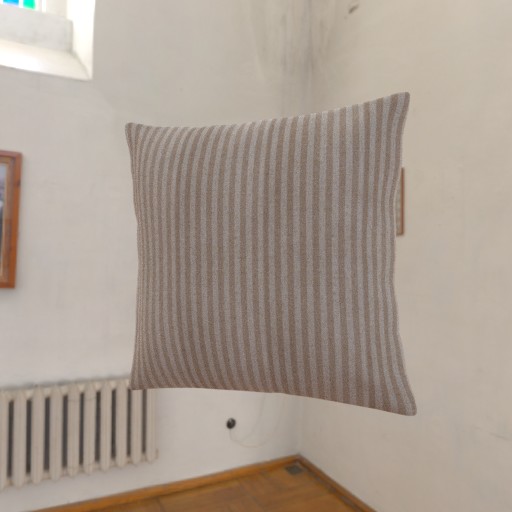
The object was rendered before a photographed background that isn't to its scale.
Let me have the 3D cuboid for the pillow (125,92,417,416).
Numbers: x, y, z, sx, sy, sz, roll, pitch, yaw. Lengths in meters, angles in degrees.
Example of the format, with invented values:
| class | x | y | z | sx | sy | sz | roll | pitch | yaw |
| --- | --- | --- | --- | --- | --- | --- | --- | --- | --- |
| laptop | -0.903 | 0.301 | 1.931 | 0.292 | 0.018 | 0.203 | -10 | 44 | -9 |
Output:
| class | x | y | z | sx | sy | sz | roll | pitch | yaw |
| --- | --- | --- | --- | --- | --- | --- | --- | --- | --- |
| pillow | 0.000 | 0.000 | 0.770 | 0.523 | 0.510 | 0.166 | 0 | -1 | 18 |
